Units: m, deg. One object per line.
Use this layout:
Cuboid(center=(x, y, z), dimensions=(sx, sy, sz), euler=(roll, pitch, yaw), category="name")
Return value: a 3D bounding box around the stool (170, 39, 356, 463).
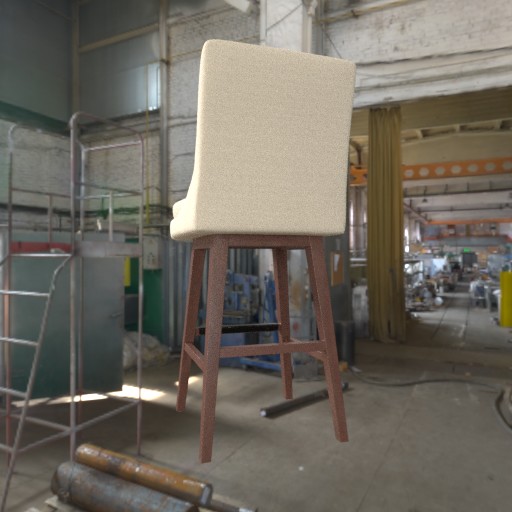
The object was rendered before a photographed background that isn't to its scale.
Cuboid(center=(0.000, 0.000, 1.416), dimensions=(0.483, 1.093, 0.559), euler=(0, 0, -19), category="stool")
